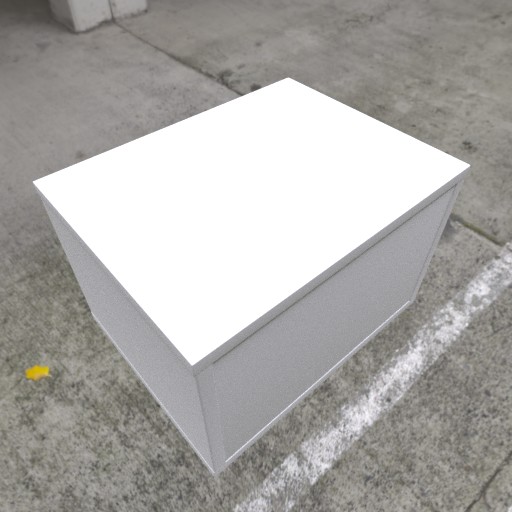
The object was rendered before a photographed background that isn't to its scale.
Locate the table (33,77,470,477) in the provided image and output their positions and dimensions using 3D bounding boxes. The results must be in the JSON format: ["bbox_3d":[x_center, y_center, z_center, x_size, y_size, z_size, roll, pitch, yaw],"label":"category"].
[{"bbox_3d":[0.000,0.000,0.787,0.517,0.357,0.399,-32,54,-27],"label":"table"}]
